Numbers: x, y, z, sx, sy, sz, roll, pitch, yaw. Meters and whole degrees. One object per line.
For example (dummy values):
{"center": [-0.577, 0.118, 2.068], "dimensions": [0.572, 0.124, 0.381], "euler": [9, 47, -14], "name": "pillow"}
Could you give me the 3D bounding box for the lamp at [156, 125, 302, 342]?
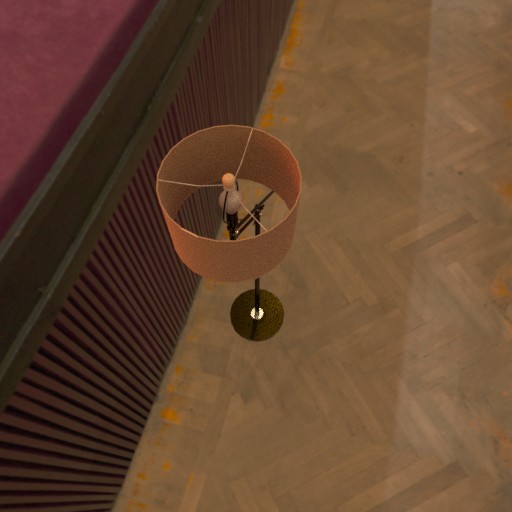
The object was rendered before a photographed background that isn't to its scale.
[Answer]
{"center": [0.000, 0.000, 1.951], "dimensions": [0.373, 1.635, 0.809], "euler": [17, 63, 9], "name": "lamp"}
